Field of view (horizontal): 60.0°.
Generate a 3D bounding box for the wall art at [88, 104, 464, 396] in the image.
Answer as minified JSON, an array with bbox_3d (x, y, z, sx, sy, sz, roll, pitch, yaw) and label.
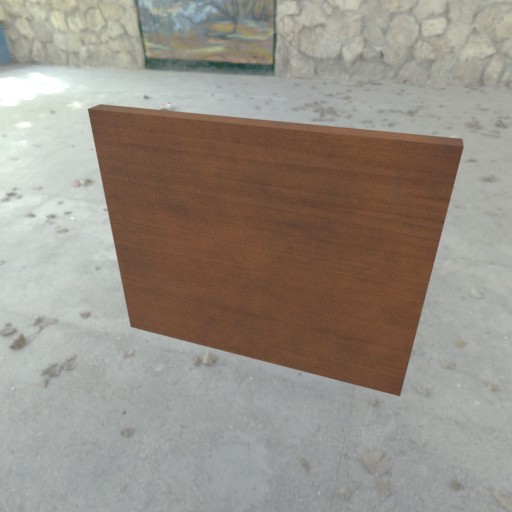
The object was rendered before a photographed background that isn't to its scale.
[{"bbox_3d":[0.000,0.000,0.763,0.558,0.457,0.033,11,34,16],"label":"wall art"}]
